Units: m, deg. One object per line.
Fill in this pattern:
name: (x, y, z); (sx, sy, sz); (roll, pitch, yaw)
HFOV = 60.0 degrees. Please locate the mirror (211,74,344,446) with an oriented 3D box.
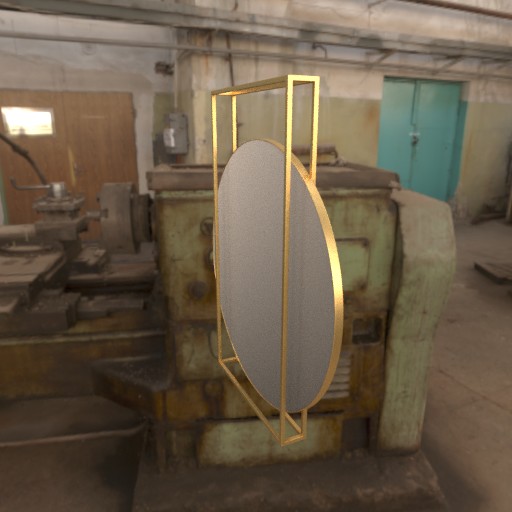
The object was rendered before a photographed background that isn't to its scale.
mirror: (0.000, 0.000, 0.834); (0.051, 0.603, 0.508); (-7, 18, -24)
